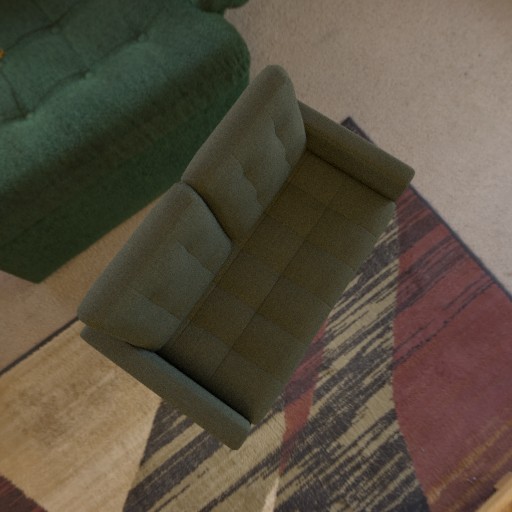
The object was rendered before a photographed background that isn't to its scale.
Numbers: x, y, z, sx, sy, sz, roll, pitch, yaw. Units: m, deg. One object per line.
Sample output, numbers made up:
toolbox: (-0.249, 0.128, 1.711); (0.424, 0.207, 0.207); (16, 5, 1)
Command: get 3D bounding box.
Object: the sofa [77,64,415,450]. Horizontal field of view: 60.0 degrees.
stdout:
sofa: (0.000, 0.000, 1.977); (0.842, 0.907, 1.407); (33, 78, 8)
